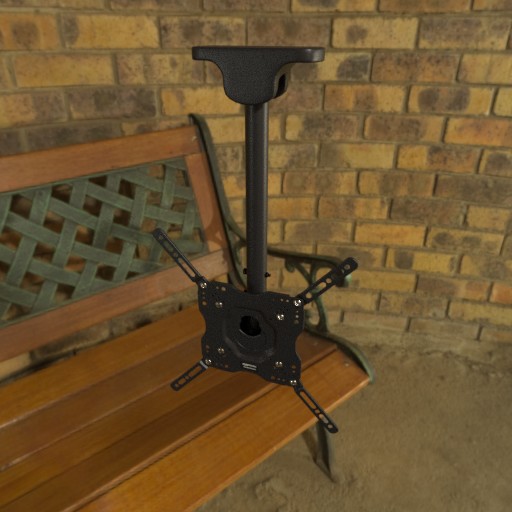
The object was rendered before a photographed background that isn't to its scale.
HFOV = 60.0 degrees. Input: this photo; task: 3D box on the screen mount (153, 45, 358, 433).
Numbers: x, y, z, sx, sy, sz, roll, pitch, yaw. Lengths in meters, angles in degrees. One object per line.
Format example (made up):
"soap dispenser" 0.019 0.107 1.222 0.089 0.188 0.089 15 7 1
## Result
"screen mount" 0.000 0.000 0.853 0.393 0.729 0.090 9 29 17
